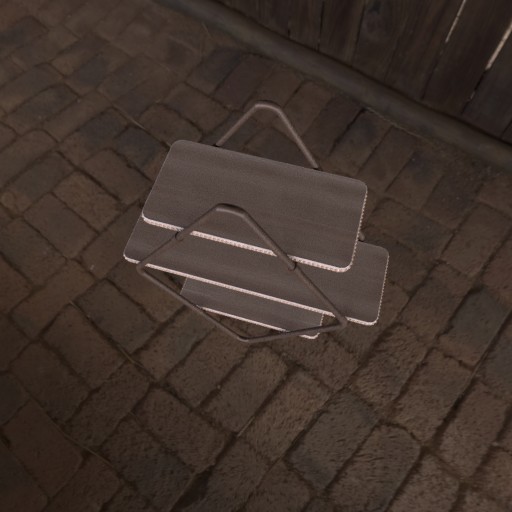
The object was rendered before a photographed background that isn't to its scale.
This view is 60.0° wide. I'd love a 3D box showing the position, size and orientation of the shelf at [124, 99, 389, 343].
[{"bbox_3d":[0.000,0.000,1.057,0.609,0.774,0.234,14,65,7],"label":"shelf"}]
